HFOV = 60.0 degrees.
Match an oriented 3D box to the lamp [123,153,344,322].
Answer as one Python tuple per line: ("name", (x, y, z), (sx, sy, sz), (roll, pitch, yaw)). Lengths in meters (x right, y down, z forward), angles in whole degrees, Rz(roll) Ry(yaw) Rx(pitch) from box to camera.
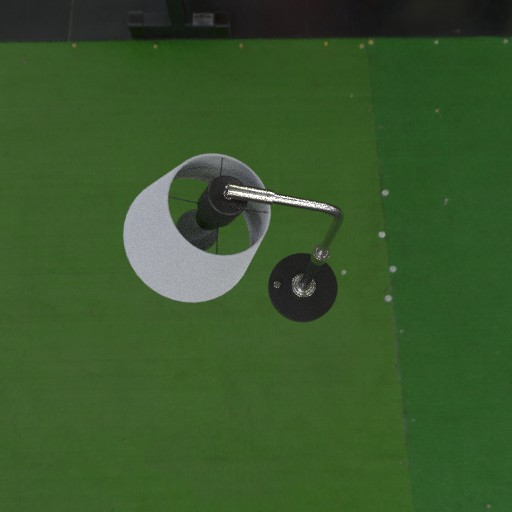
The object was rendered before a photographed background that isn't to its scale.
("lamp", (0.000, 0.000, 0.705), (0.348, 0.539, 0.181), (1, 75, 0))
